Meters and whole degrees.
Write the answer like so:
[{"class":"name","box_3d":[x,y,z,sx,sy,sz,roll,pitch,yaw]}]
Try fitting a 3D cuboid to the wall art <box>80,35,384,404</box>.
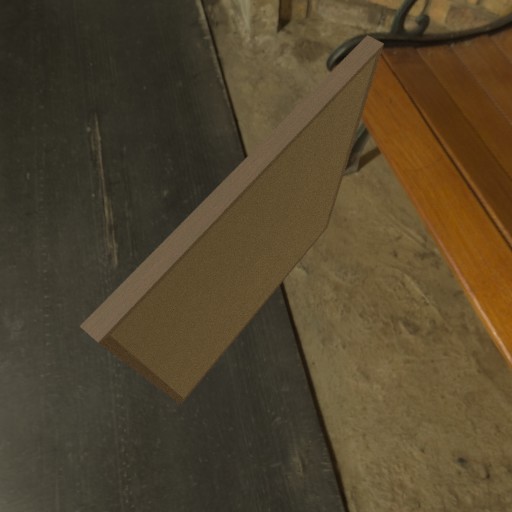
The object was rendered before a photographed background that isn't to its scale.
[{"class":"wall art","box_3d":[0.000,0.000,1.098,0.038,0.758,0.761,36,70,15]}]
